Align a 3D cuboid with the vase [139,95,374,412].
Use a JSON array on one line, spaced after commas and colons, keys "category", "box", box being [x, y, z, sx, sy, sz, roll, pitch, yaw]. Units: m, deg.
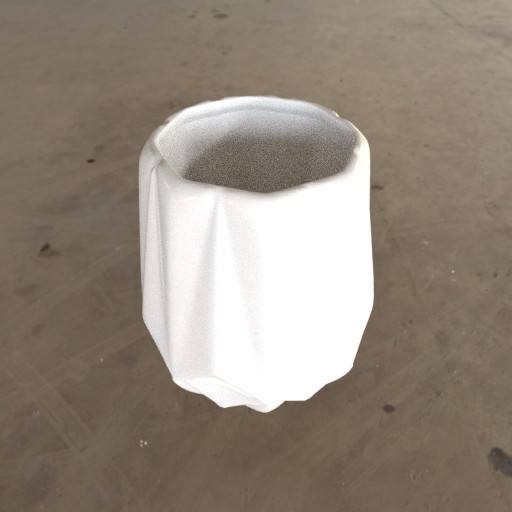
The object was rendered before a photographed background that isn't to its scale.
[{"category": "vase", "box": [0.000, 0.000, 0.258, 0.141, 0.152, 0.141, 0, 42, 0]}]
